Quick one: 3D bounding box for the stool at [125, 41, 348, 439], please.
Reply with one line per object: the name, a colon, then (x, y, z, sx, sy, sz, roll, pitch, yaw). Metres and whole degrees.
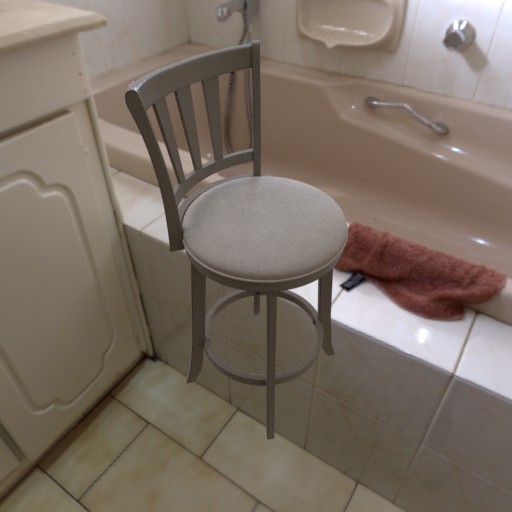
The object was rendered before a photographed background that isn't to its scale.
stool: (0.000, 0.000, 1.251, 0.486, 0.994, 0.450, 25, 46, 27)
